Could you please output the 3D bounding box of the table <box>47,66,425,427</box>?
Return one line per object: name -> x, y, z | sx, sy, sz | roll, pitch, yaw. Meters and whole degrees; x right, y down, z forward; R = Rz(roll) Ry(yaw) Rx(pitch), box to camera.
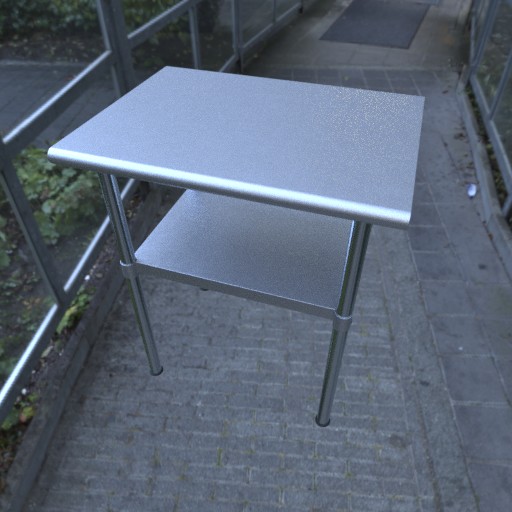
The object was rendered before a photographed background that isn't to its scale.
table -> 0.000, 0.000, 1.358 | 0.762, 0.876, 0.584 | 12, 43, 14
